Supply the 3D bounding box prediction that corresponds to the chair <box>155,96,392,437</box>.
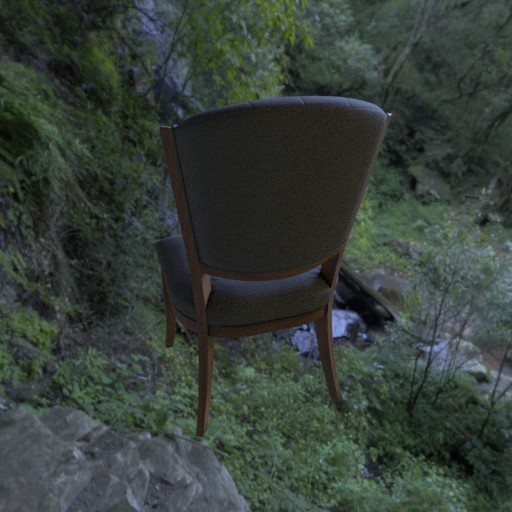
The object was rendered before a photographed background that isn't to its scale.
[{"bbox_3d":[0.000,0.000,1.241,0.513,0.905,0.584,-8,28,-16],"label":"chair"}]
